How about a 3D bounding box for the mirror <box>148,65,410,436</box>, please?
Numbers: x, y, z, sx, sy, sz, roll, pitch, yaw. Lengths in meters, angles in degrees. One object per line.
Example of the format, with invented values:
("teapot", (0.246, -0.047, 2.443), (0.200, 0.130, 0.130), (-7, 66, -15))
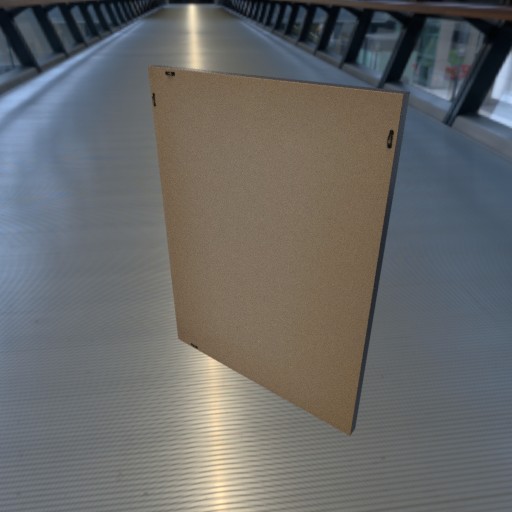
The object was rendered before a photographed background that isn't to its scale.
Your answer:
("mirror", (0.000, 0.000, 1.343), (0.762, 1.016, 0.041), (21, 36, 32))
